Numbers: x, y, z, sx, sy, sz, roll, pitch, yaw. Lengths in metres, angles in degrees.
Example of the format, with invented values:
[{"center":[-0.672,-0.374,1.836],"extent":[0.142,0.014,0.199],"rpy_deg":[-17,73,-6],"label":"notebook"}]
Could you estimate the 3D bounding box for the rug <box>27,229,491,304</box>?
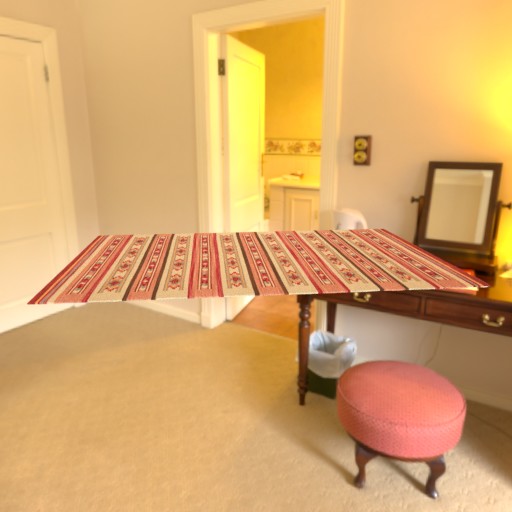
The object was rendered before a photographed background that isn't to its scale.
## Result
[{"center":[0.000,0.000,3.035],"extent":[2.431,0.010,1.535],"rpy_deg":[-2,15,-6],"label":"rug"}]
